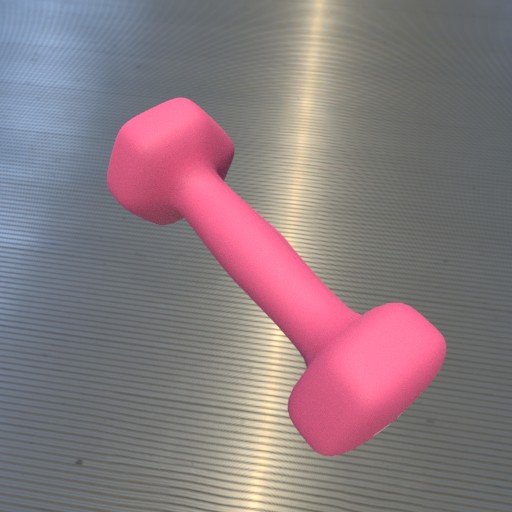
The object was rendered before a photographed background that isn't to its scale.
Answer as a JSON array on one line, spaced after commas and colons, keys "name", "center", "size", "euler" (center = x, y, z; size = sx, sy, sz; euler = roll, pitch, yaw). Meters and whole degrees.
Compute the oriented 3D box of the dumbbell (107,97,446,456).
[{"name": "dumbbell", "center": [0.000, 0.000, 0.168], "size": [0.058, 0.053, 0.146], "euler": [-33, 63, -19]}]
